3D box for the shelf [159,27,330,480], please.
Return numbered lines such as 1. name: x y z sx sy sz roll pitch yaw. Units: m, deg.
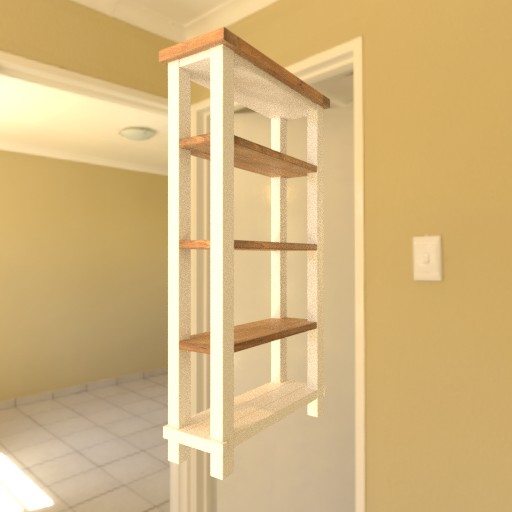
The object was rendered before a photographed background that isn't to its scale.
1. shelf: 0.000 0.000 2.342 0.381 1.878 1.022 0 0 34
